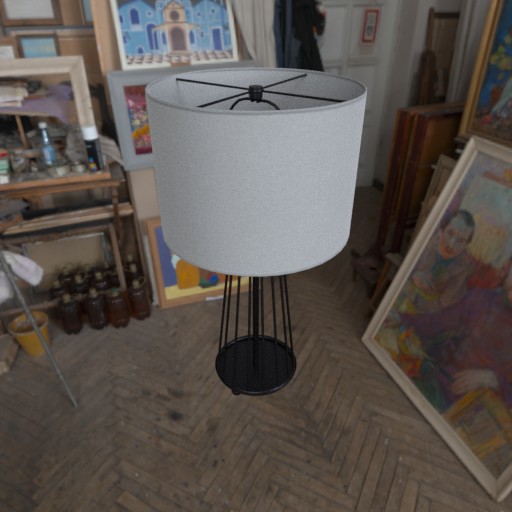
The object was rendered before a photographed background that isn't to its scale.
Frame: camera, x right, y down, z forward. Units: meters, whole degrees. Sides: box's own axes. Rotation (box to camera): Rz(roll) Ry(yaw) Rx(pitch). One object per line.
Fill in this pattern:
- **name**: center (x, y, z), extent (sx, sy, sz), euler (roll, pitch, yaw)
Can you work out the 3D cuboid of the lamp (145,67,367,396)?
- **lamp**: center (0.000, 0.000, 0.809), extent (0.322, 0.593, 0.322), euler (19, 36, 28)
